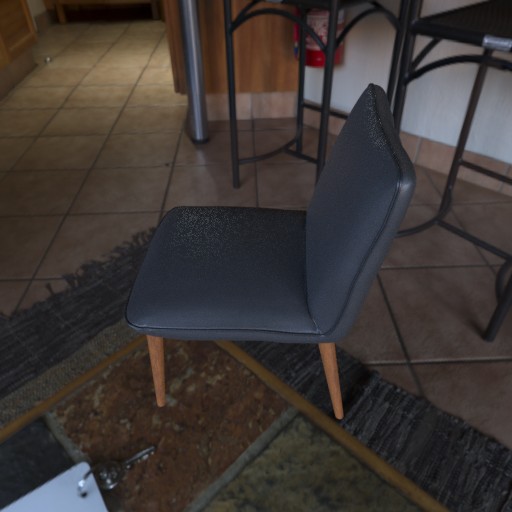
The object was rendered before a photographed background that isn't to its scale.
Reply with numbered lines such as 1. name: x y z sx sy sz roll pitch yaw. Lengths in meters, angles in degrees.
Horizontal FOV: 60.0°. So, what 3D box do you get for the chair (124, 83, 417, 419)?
1. chair: 0.000 0.000 1.207 0.645 0.801 0.543 0 40 0
